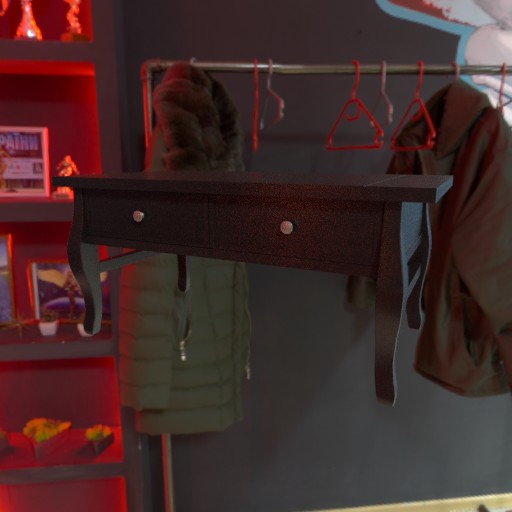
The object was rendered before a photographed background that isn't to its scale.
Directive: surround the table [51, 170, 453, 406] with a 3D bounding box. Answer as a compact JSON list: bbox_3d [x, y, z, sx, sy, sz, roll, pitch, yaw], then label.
[{"bbox_3d":[0.000,0.000,1.389,1.062,0.494,0.600,6,14,26],"label":"table"}]
